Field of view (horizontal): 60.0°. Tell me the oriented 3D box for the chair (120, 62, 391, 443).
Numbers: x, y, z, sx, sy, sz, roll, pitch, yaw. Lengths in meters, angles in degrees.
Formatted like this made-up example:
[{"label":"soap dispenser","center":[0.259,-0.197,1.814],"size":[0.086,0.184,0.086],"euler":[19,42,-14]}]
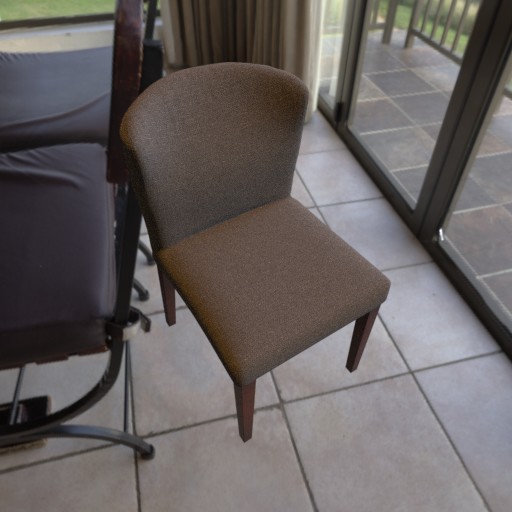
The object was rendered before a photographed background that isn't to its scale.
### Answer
[{"label":"chair","center":[0.000,0.000,1.214],"size":[0.491,0.839,0.589],"euler":[-25,51,-23]}]
